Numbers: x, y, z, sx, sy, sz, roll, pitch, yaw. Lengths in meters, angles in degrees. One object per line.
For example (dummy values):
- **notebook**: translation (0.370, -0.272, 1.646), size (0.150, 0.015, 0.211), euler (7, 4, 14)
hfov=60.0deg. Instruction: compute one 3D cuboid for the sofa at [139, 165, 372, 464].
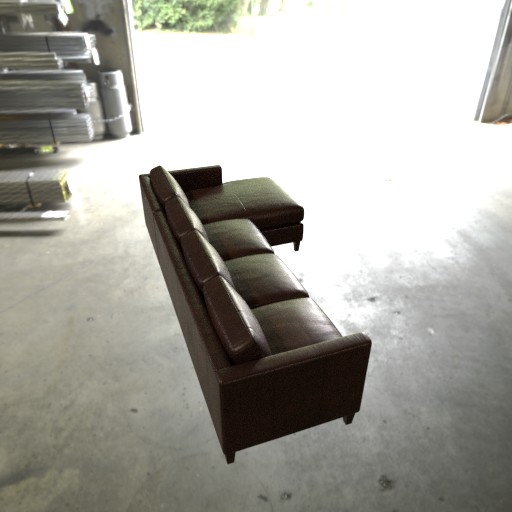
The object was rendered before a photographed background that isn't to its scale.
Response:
- **sofa**: translation (0.000, 0.000, 3.968), size (1.581, 0.883, 3.203), euler (-11, 33, -17)
